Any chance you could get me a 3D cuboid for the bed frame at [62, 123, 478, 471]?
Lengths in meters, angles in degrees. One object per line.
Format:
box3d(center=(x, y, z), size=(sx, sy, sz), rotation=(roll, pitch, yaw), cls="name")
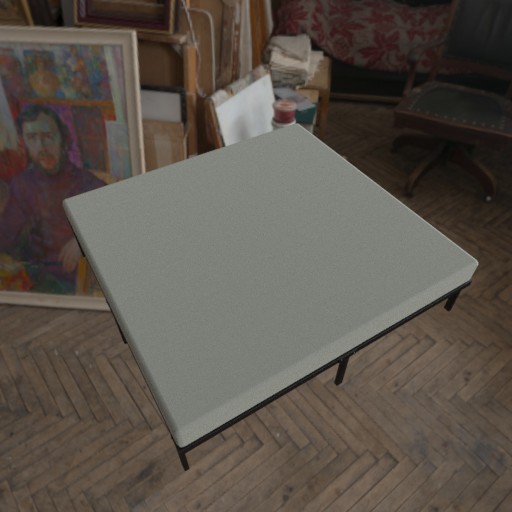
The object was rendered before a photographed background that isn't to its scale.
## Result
box3d(center=(0.000, 0.000, 3.979), size=(2.635, 0.680, 2.526), rotation=(-24, 51, -21), cls="bed frame")
